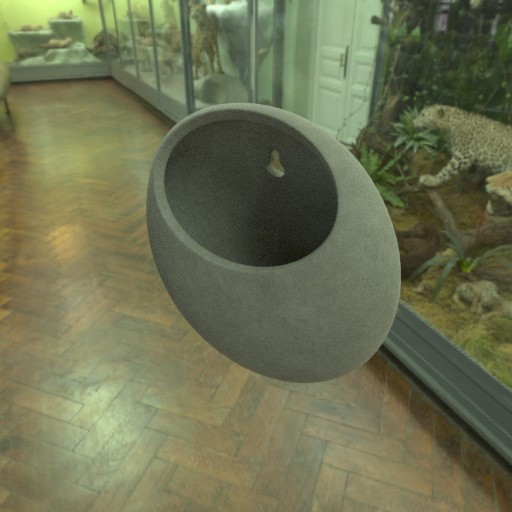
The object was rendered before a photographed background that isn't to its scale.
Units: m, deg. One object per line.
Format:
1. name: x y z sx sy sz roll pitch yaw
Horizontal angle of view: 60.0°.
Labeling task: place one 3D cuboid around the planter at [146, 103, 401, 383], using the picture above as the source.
1. planter: 0.000 0.000 0.284 0.185 0.188 0.071 19 35 29
